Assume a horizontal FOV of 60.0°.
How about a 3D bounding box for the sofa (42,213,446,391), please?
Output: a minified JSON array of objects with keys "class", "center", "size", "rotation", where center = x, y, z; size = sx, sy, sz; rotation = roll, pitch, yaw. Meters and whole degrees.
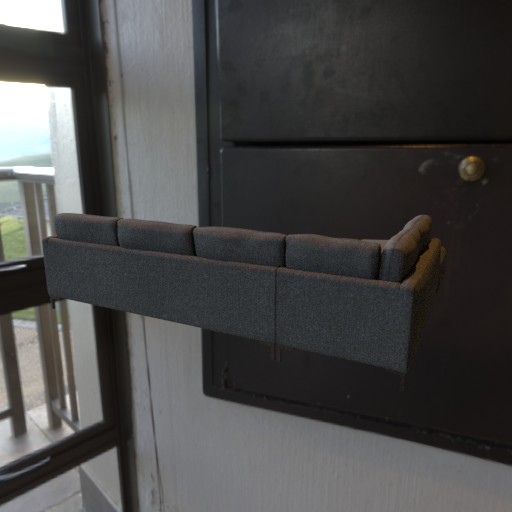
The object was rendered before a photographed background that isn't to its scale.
[{"class":"sofa","center":[0.000,0.000,3.860],"size":[2.949,0.815,2.007],"rotation":[7,15,26]}]
